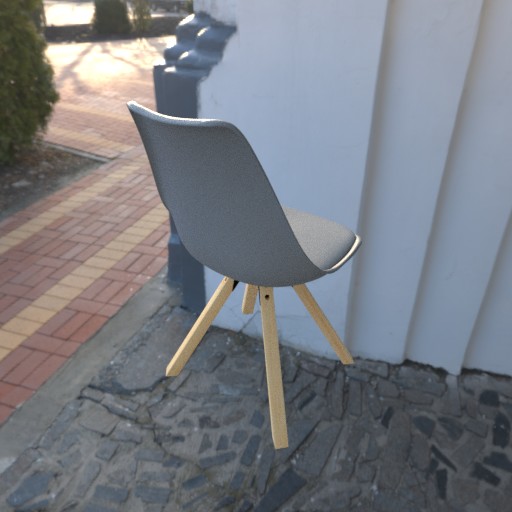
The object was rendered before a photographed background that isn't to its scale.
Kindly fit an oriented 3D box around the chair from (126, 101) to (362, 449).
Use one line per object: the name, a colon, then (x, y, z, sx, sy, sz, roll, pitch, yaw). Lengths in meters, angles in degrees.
chair: (0.000, 0.000, 1.176, 0.485, 0.850, 0.549, 22, 38, 31)
